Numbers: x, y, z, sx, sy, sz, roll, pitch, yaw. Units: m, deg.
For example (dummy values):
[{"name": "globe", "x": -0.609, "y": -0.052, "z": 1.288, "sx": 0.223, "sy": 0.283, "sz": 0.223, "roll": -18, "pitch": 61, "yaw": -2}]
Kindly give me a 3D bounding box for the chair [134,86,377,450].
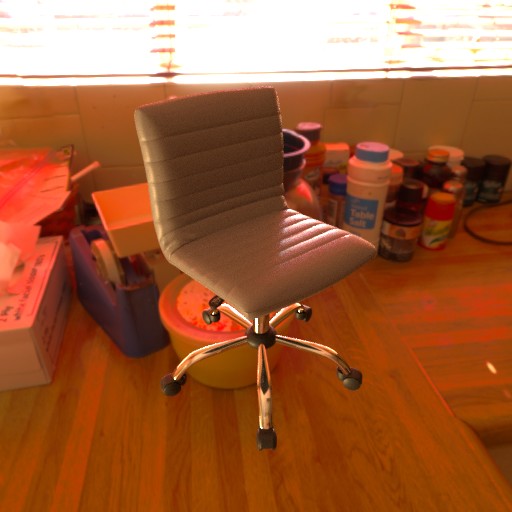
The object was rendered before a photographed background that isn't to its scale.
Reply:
[{"name": "chair", "x": 0.000, "y": 0.000, "z": 1.142, "sx": 0.569, "sy": 0.750, "sz": 0.542, "roll": -22, "pitch": 38, "yaw": -32}]
